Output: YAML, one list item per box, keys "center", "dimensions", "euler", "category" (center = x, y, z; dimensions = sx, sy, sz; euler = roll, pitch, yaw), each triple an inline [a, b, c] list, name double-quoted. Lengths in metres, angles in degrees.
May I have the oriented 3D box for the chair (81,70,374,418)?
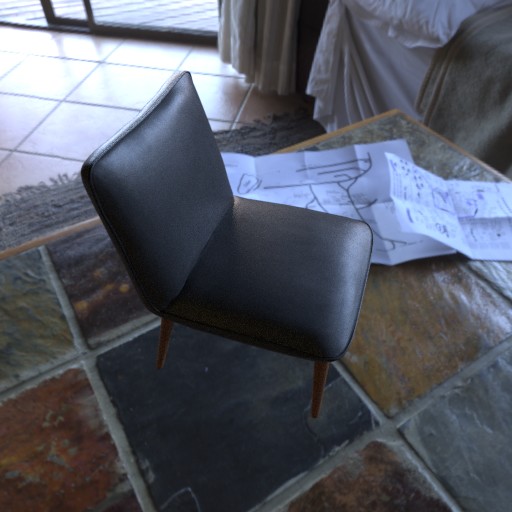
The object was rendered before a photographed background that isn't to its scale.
- center: [0.000, 0.000, 1.251]
  dimensions: [0.645, 0.801, 0.543]
  euler: [10, 48, 9]
  category: "chair"
